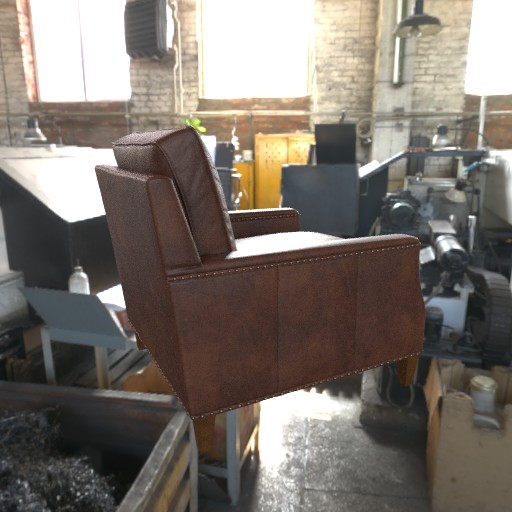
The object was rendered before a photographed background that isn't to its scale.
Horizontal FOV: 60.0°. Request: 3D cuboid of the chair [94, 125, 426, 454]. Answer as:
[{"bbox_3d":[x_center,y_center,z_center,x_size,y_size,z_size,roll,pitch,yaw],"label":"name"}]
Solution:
[{"bbox_3d":[0.000,0.000,1.705,1.014,0.929,0.853,-7,16,-27],"label":"chair"}]
